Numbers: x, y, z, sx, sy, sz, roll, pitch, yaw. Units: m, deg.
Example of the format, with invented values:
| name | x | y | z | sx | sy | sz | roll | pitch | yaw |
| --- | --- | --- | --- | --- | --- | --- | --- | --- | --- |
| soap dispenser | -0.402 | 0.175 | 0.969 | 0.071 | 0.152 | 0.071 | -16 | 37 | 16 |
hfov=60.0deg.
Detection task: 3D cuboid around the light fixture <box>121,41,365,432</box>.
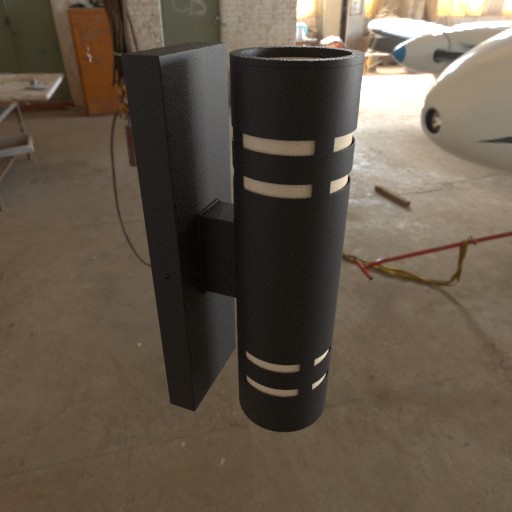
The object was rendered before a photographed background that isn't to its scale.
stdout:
| name | x | y | z | sx | sy | sz | roll | pitch | yaw |
| --- | --- | --- | --- | --- | --- | --- | --- | --- | --- |
| light fixture | 0.000 | 0.000 | 0.391 | 0.149 | 0.330 | 0.105 | 11 | 32 | 19 |
